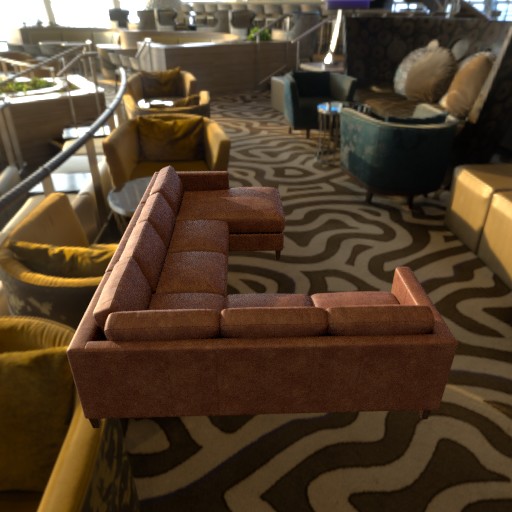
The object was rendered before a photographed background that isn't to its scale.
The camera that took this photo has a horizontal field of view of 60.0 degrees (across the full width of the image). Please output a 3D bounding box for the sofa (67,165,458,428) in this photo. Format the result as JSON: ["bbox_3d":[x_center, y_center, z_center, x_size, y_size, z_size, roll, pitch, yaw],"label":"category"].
[{"bbox_3d":[0.000,0.000,4.331,2.452,0.888,3.324,-1,30,-2],"label":"sofa"}]
